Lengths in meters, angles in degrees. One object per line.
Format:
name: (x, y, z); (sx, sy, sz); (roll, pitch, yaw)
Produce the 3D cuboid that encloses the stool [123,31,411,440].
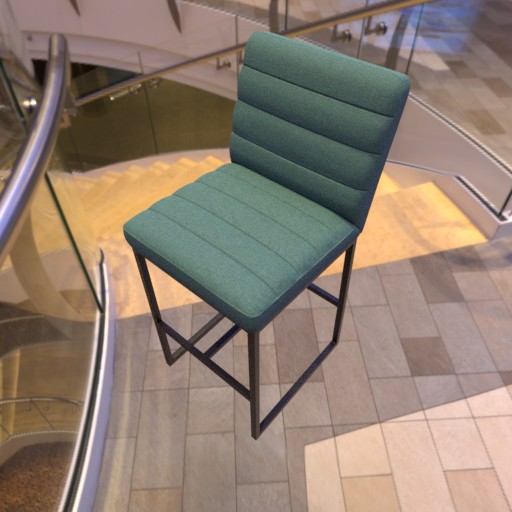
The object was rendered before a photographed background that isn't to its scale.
stool: (0.000, 0.000, 1.305); (0.460, 1.040, 0.560); (32, 54, 27)
